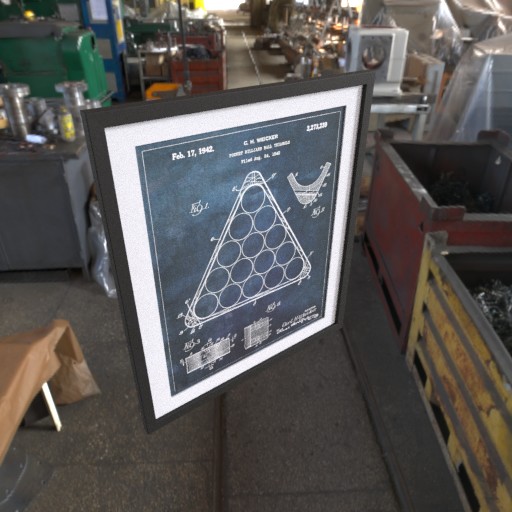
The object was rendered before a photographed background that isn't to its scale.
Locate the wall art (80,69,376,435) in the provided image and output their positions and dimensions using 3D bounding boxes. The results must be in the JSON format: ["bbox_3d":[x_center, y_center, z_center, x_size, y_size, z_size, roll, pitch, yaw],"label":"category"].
[{"bbox_3d":[0.000,0.000,1.191,0.755,0.863,0.028,-21,37,-31],"label":"wall art"}]
